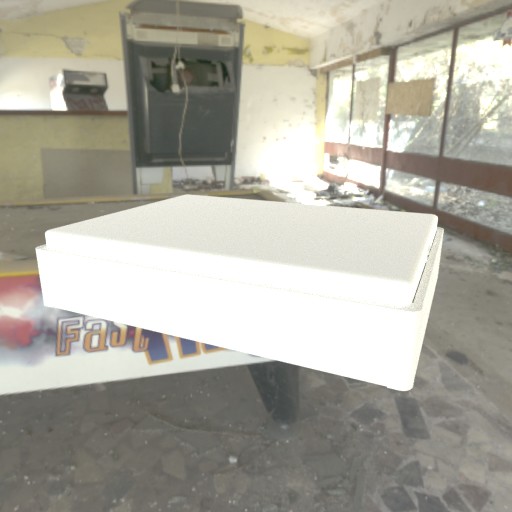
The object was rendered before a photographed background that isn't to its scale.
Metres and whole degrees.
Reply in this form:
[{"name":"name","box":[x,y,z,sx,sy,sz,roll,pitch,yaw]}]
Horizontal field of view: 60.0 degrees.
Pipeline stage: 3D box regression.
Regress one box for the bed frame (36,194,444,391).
[{"name":"bed frame","box":[0.000,0.000,2.538,1.900,0.406,1.400,8,19,24]}]
